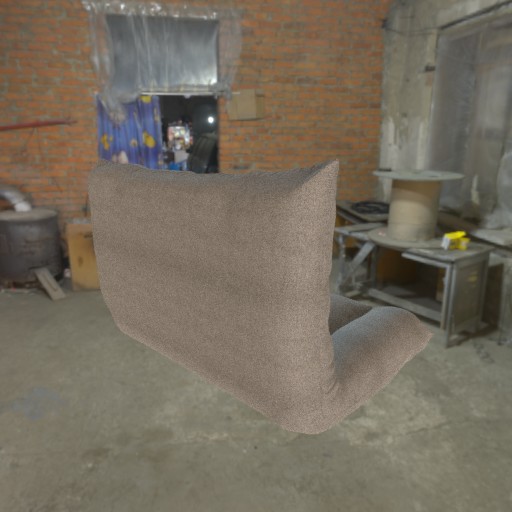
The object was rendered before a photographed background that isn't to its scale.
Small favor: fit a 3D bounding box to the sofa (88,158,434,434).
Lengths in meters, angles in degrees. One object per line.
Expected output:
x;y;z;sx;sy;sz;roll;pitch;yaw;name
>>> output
0.000;0.000;1.694;1.144;0.795;0.847;14;21;42;sofa
